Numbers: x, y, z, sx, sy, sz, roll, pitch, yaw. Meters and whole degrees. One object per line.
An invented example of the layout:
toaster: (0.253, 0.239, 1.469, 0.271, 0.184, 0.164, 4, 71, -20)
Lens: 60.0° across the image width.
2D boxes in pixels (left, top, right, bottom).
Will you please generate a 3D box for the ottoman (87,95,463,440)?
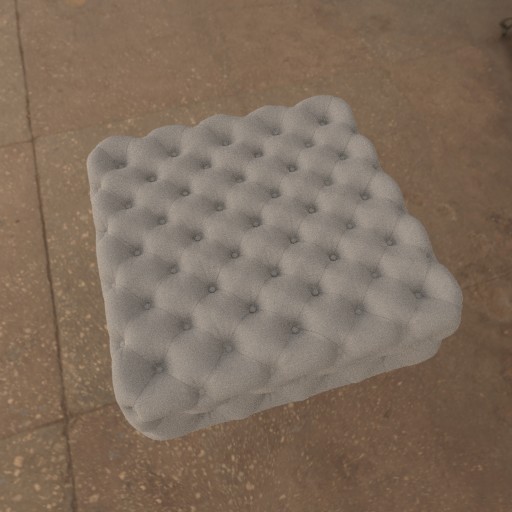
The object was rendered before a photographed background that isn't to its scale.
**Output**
ottoman: (0.000, 0.000, 1.408, 0.911, 0.439, 0.917, -14, 59, -9)
